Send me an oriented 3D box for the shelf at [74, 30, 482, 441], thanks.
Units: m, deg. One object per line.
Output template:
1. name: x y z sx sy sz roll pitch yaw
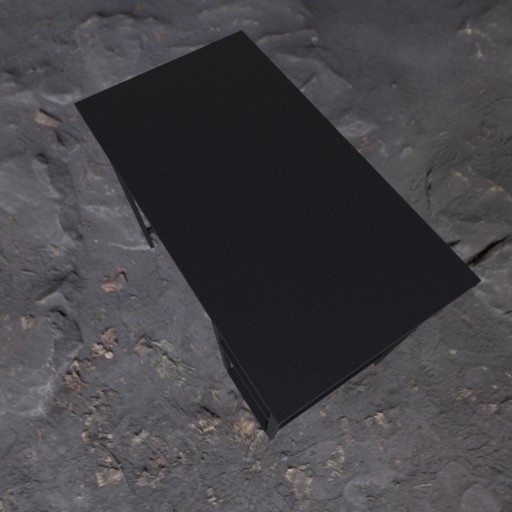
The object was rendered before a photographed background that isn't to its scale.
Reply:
1. shelf: 0.000 0.000 1.335 0.498 0.749 0.902 -30 68 -14
